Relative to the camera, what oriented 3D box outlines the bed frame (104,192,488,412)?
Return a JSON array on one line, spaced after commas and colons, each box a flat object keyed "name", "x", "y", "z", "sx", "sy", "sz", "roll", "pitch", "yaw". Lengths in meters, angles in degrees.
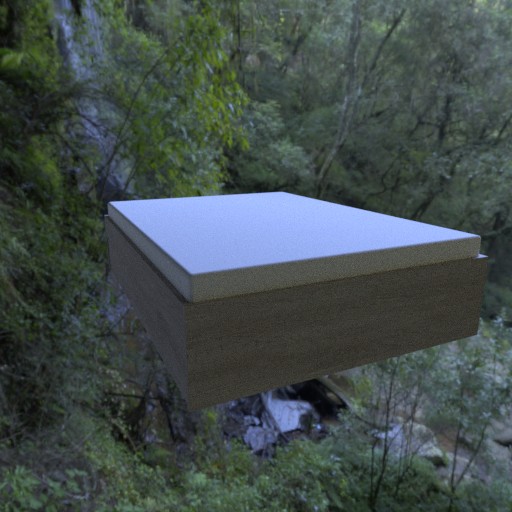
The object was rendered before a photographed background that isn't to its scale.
[{"name": "bed frame", "x": 0.000, "y": 0.000, "z": 2.630, "sx": 1.448, "sy": 0.490, "sz": 1.944, "roll": -7, "pitch": 17, "yaw": -25}]
